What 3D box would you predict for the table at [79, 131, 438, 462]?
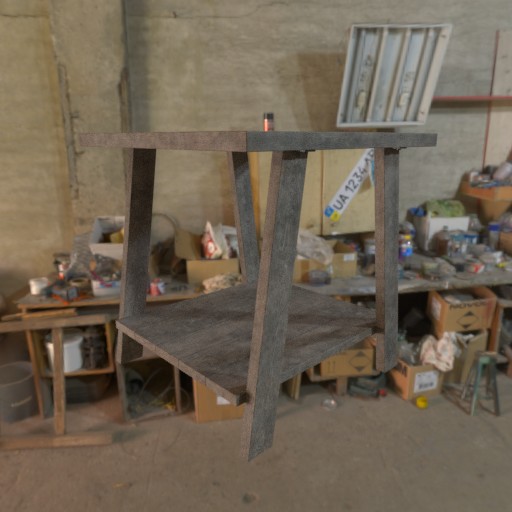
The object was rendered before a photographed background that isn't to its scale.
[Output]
[{"bbox_3d":[0.000,0.000,1.142,0.610,0.610,0.610,-14,20,-41],"label":"table"}]
